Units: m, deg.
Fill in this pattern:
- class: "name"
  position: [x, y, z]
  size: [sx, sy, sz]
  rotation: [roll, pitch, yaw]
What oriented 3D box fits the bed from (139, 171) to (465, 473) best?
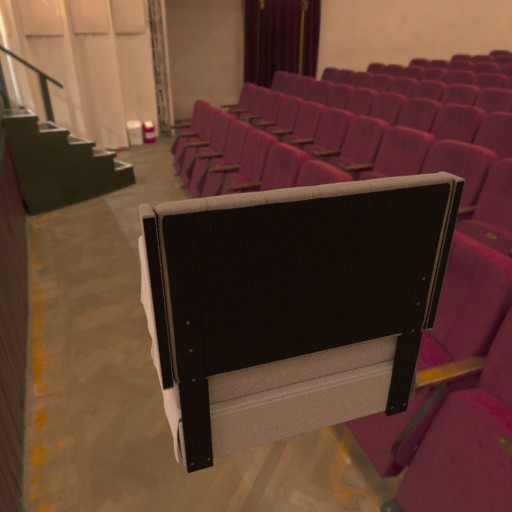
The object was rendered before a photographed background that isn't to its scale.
- class: "bed"
  position: [0.000, 0.000, 3.359]
  size: [1.719, 1.665, 2.066]
  rotation: [-9, 28, -17]
